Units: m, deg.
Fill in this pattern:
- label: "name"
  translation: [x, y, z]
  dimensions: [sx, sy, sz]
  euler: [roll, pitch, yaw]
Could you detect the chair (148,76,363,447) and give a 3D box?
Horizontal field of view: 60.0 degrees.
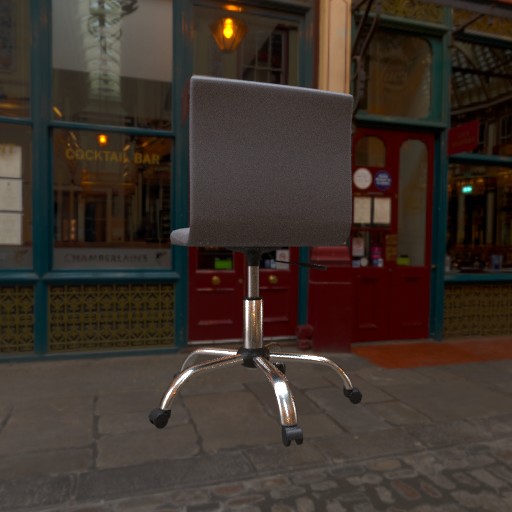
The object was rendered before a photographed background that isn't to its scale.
- label: "chair"
  translation: [0.000, 0.000, 1.152]
  dimensions: [0.556, 0.780, 0.530]
  euler: [0, 1, -18]
